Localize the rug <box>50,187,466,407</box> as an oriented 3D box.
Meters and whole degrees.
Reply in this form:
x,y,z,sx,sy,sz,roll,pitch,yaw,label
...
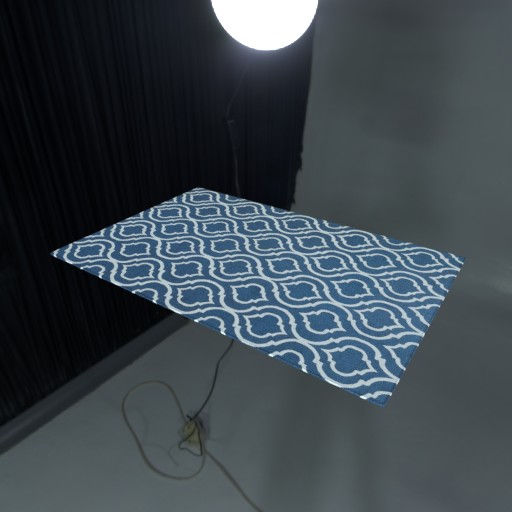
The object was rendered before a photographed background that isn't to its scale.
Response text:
x,y,z,sx,sy,sz,roll,pitch,yaw,label
0.000,0.000,2.227,1.753,0.010,1.143,19,34,30,rug
